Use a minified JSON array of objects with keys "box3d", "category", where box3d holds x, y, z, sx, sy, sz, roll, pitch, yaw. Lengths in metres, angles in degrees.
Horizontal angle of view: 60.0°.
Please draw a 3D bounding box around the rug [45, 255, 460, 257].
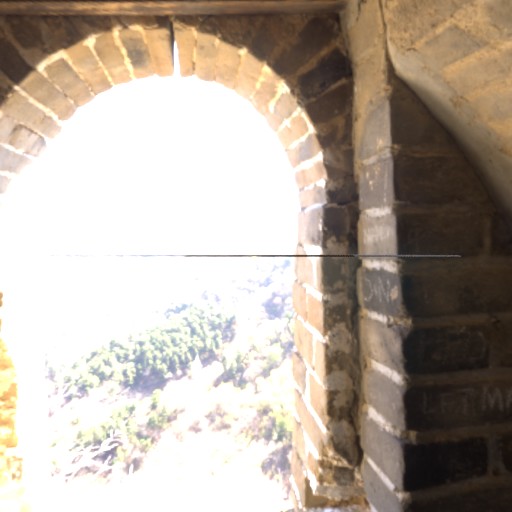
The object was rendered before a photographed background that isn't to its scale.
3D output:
[{"box3d":[0.000,0.000,4.108,3.048,0.012,2.438,0,0,37],"category":"rug"}]
